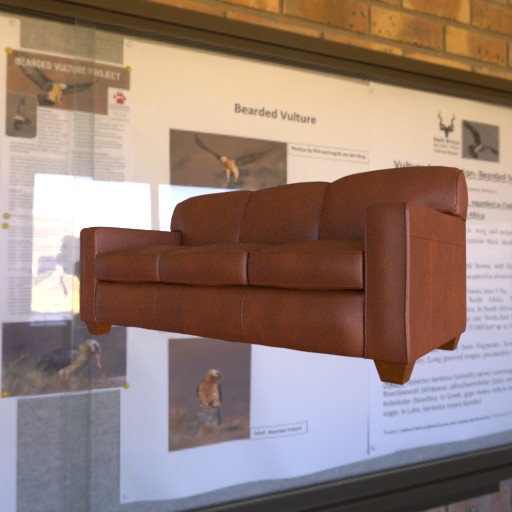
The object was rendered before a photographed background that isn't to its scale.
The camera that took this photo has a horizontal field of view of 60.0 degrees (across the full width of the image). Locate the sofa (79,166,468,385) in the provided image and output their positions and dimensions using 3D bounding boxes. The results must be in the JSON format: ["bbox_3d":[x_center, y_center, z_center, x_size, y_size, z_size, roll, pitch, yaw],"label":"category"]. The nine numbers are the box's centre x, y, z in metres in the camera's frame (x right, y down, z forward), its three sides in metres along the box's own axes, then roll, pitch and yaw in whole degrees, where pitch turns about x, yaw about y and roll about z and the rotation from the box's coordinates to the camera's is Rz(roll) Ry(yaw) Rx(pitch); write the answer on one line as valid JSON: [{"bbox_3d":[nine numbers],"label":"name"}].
[{"bbox_3d":[0.000,0.000,2.494,2.039,0.953,1.008,-1,-1,36],"label":"sofa"}]
